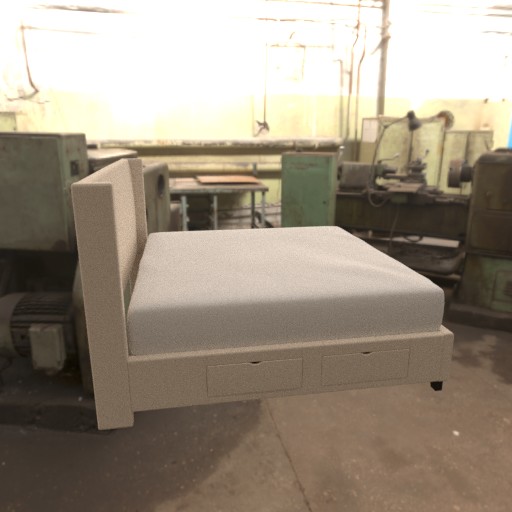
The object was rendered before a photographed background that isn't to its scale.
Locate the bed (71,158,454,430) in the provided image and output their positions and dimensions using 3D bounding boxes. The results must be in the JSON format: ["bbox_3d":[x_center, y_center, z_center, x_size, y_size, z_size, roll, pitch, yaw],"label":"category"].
[{"bbox_3d":[0.000,0.000,3.643,2.293,1.471,2.145,-3,16,-9],"label":"bed"}]
